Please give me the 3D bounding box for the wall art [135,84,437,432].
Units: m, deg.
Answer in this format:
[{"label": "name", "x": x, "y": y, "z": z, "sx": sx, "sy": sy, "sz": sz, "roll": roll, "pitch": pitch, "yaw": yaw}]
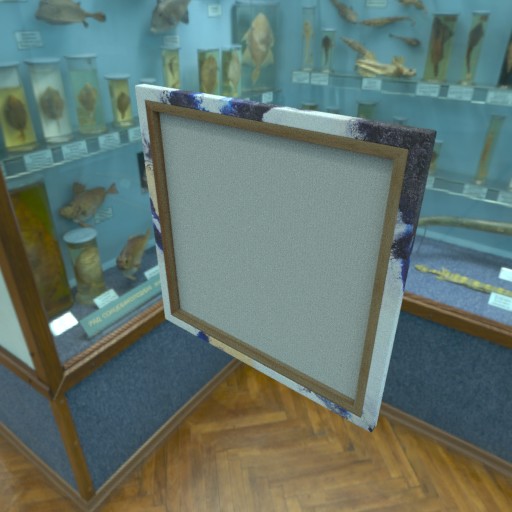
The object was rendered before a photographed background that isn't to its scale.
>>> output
[{"label": "wall art", "x": 0.000, "y": 0.000, "z": 1.331, "sx": 0.887, "sy": 0.885, "sz": 0.038, "roll": 21, "pitch": 37, "yaw": 32}]
